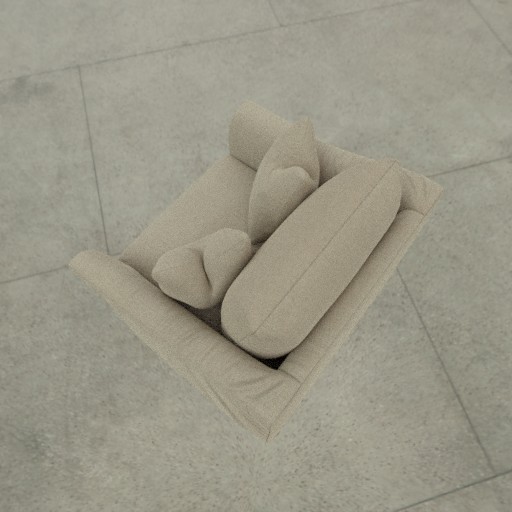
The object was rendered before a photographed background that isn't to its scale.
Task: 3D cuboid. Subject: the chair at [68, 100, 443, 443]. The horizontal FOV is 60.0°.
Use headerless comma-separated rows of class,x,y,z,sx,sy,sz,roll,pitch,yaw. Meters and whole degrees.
chair,0.000,0.000,2.044,1.071,1.093,1.194,35,68,16
